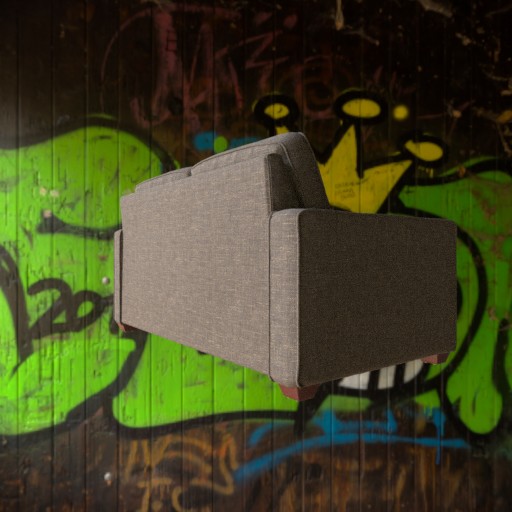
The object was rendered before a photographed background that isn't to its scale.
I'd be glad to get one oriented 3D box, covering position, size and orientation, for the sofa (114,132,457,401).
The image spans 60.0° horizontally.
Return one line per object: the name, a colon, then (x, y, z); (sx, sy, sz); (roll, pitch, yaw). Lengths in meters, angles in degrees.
sofa: (0.000, 0.000, 2.307); (0.947, 0.918, 1.709); (0, 1, -36)
